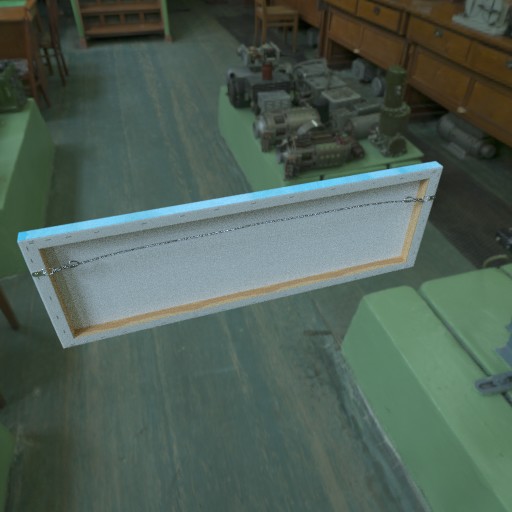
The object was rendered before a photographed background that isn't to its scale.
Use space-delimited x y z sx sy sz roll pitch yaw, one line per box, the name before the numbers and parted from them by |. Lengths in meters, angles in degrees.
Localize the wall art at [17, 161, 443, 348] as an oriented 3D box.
wall art | 0.000 0.000 0.840 0.759 0.254 0.044 -12 41 -14
